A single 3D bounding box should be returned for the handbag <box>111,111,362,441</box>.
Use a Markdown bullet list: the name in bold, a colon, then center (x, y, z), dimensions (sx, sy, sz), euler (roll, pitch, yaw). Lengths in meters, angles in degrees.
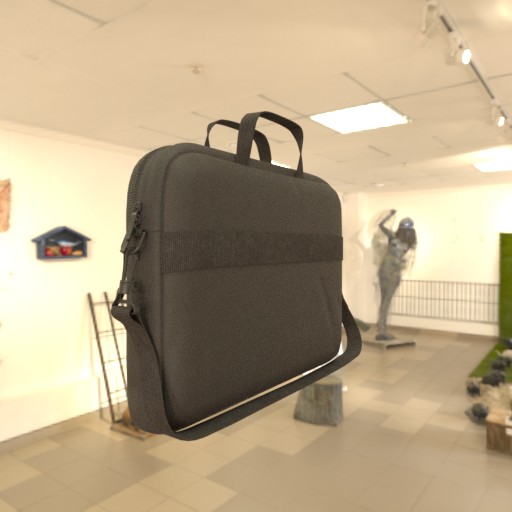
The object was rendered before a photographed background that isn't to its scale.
- **handbag**: center (0.000, 0.000, 0.418), dimensions (0.089, 0.244, 0.320), euler (1, 2, 36)
